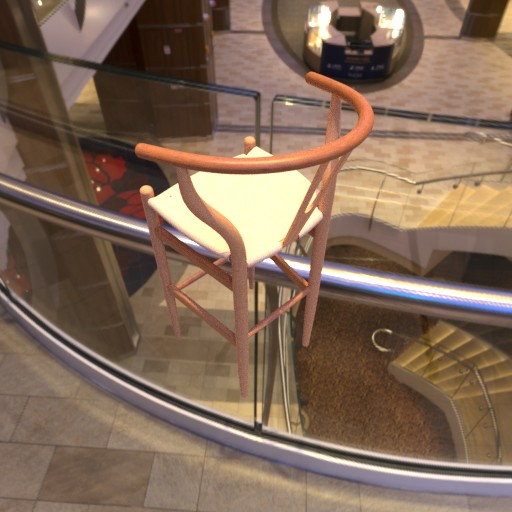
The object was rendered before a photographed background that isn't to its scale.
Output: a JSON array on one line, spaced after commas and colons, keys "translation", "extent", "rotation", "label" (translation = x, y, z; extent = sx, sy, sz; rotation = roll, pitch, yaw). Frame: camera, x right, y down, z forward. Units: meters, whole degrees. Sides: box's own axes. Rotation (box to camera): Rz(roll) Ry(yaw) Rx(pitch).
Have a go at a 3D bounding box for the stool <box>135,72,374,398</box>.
[{"translation": [0.000, 0.000, 1.391], "extent": [0.574, 1.068, 0.561], "rotation": [-33, 54, -28], "label": "stool"}]
